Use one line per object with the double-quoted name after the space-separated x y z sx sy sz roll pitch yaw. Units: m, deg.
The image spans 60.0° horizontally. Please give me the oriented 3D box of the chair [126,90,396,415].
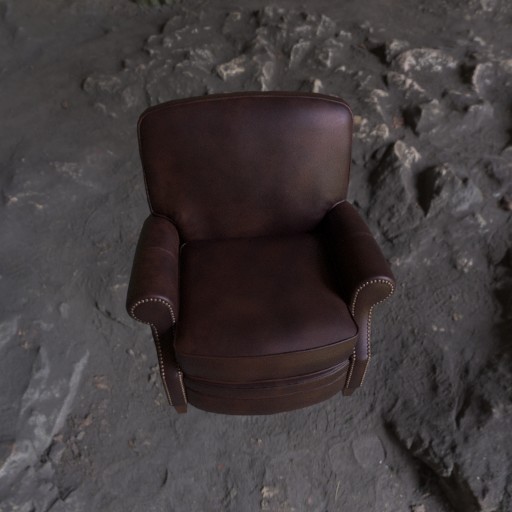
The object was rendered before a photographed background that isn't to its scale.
0.000 0.000 1.748 0.936 1.018 0.986 -4 46 -4 "chair"
